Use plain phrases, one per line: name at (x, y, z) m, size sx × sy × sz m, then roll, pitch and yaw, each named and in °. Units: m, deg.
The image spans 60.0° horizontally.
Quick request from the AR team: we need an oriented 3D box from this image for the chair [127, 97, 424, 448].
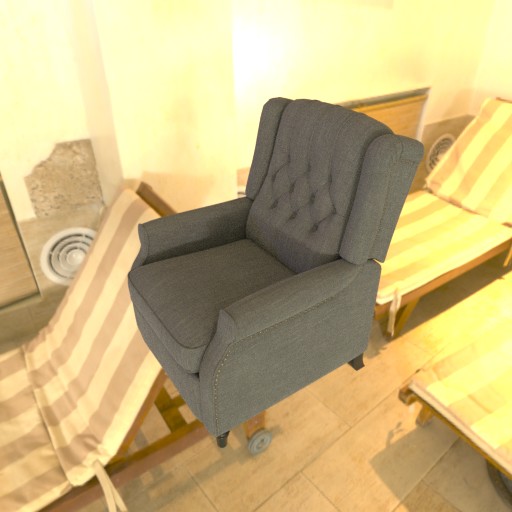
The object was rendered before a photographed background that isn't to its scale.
chair at (0.000, 0.000, 1.696) m, size 0.898 × 1.035 × 0.742 m, roll -20°, pitch 38°, yaw -28°
